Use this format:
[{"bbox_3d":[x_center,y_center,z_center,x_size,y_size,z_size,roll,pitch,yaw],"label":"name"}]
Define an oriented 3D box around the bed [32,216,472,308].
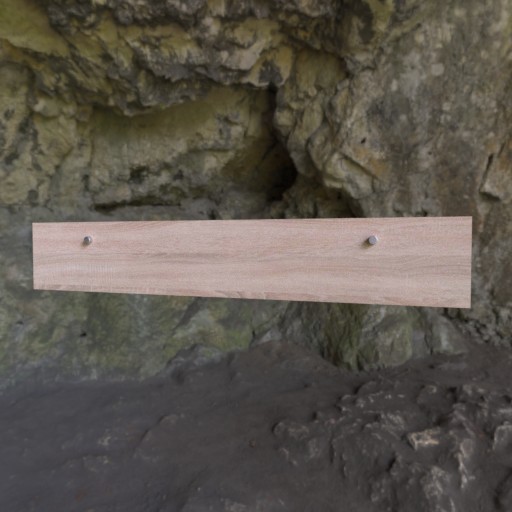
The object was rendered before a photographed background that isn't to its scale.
[{"bbox_3d":[0.000,0.000,1.463,1.200,0.209,0.685,1,2,18],"label":"bed"}]
